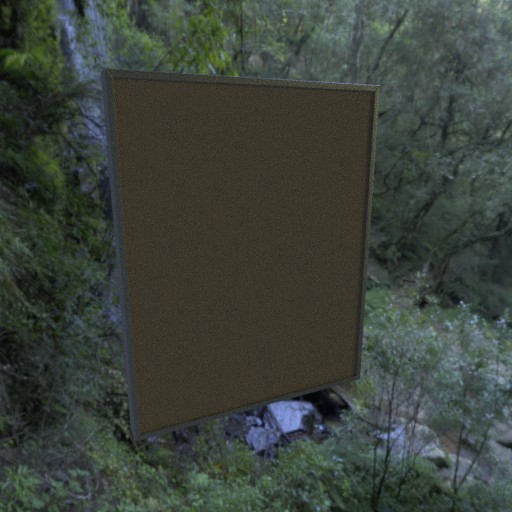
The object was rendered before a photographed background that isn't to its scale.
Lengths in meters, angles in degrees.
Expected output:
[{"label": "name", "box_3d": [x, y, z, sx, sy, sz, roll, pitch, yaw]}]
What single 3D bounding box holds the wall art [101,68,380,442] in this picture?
[{"label": "wall art", "box_3d": [0.000, 0.000, 0.743, 0.445, 0.553, 0.039, -7, 16, -24]}]
